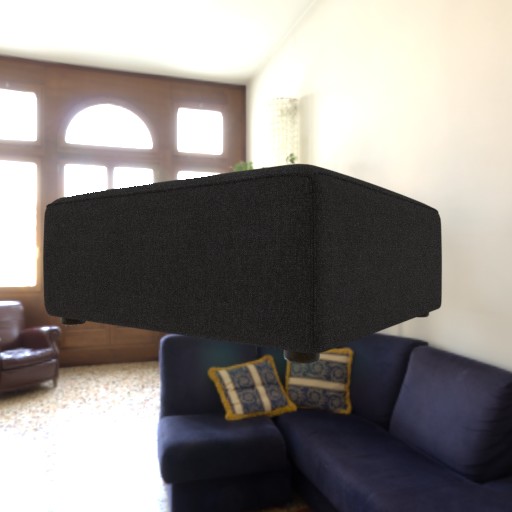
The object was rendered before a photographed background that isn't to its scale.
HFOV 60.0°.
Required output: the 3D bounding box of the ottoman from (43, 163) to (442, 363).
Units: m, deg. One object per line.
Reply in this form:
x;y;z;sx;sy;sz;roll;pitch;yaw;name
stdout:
0.000;0.000;1.522;1.000;0.439;1.000;0;0;36;ottoman
